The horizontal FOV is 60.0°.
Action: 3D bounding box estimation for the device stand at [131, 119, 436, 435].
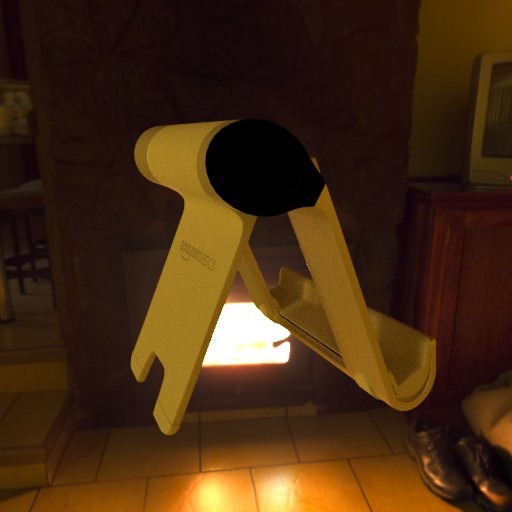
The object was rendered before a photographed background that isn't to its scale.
[{"bbox_3d":[0.000,0.000,0.146,0.079,0.084,0.086,-8,17,-26],"label":"device stand"}]
